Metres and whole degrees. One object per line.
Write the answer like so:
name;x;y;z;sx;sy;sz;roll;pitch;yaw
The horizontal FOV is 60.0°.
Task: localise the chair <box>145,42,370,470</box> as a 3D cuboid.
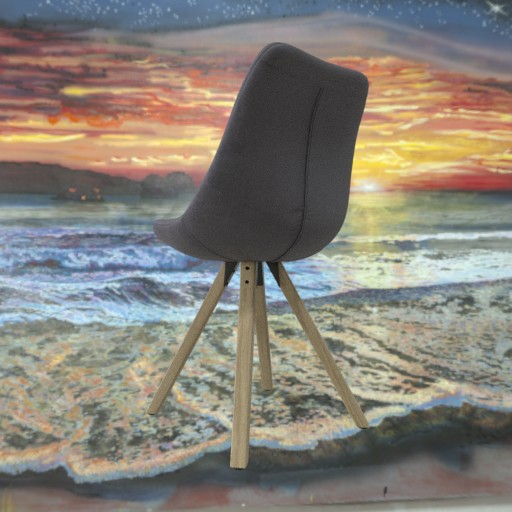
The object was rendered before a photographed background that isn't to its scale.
chair;0.000;0.000;1.177;0.483;0.865;0.547;1;-2;-36
